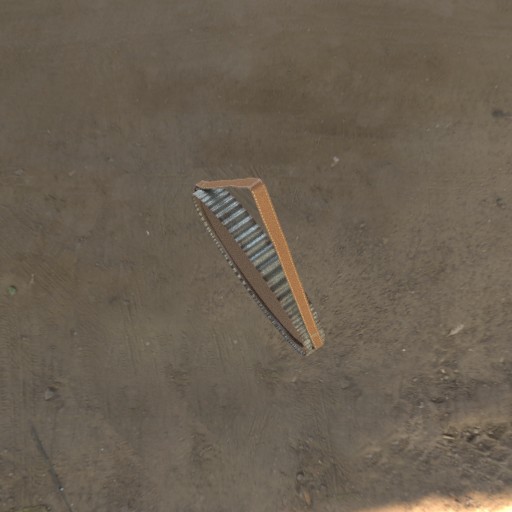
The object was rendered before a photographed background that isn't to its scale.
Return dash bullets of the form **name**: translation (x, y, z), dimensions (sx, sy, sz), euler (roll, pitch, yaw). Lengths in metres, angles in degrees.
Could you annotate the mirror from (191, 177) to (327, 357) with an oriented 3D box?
- **mirror**: translation (0.000, 0.000, 0.709), dimensions (0.042, 0.568, 0.355), euler (-35, 79, -8)
